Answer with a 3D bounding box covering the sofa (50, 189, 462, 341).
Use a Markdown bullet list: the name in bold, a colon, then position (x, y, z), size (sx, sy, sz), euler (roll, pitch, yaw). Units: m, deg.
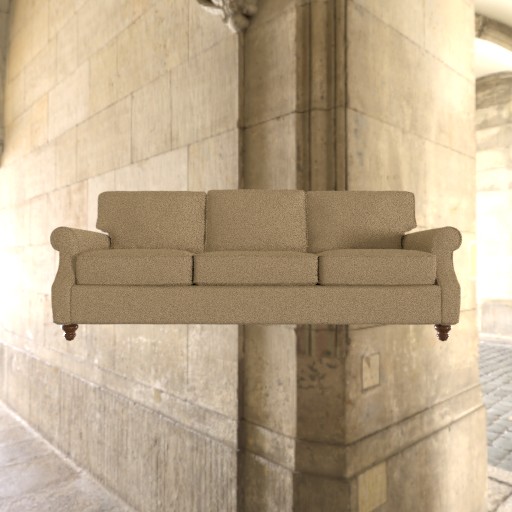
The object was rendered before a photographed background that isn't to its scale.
- **sofa**: position (0.000, 0.000, 2.843), size (2.354, 0.948, 0.966), euler (0, -1, 0)
